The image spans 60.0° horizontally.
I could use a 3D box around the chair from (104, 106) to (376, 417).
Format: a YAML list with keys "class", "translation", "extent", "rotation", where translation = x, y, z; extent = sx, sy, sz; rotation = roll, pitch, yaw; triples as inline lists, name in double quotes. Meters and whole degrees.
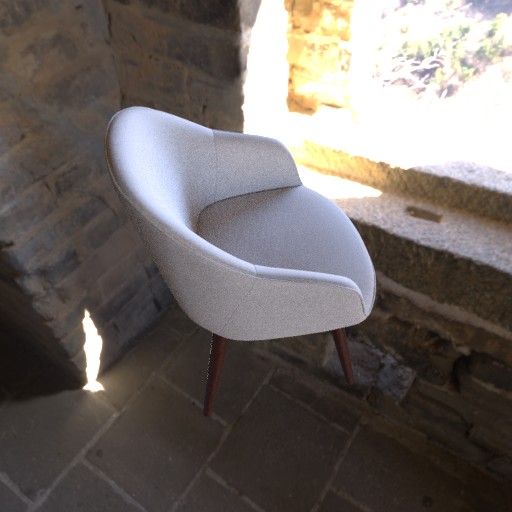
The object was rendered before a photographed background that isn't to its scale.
- class: "chair"
  translation: [0.000, 0.000, 1.242]
  extent: [0.635, 0.823, 0.596]
  rotation: [-10, 48, -9]
